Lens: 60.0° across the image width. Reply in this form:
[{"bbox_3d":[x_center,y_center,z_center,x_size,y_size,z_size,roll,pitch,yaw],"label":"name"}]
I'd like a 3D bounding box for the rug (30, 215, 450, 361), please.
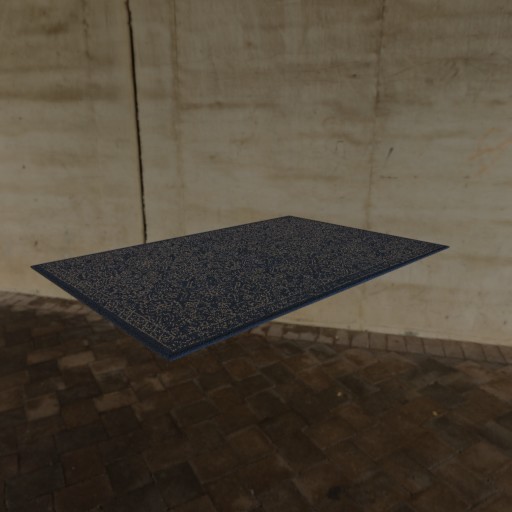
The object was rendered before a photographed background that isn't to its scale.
[{"bbox_3d":[0.000,0.000,2.296,1.829,0.010,1.219,-15,22,-41],"label":"rug"}]
